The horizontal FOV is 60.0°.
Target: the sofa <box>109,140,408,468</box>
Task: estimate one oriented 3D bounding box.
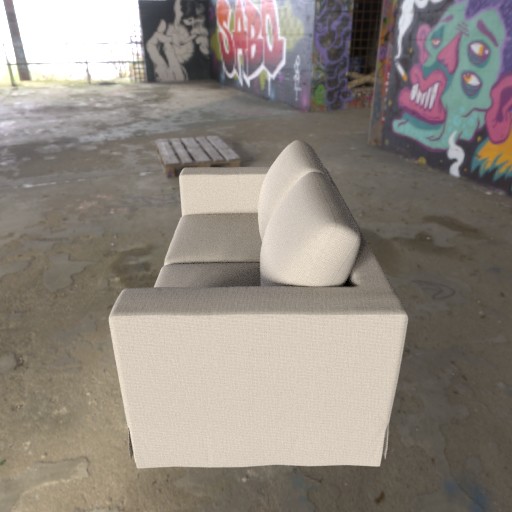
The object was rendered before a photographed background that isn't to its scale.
[{"bbox_3d":[0.000,0.000,2.325,1.009,0.932,1.813,0,27,-1],"label":"sofa"}]
